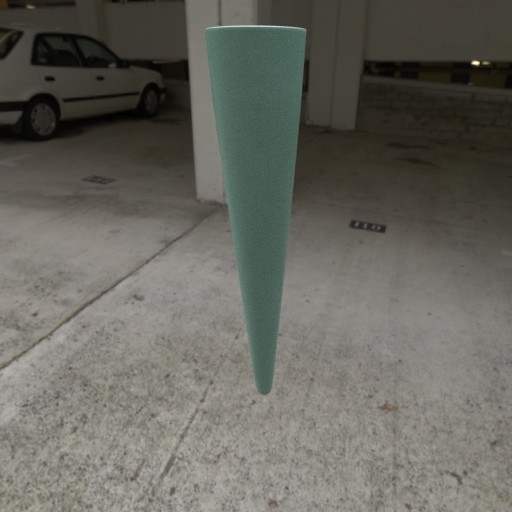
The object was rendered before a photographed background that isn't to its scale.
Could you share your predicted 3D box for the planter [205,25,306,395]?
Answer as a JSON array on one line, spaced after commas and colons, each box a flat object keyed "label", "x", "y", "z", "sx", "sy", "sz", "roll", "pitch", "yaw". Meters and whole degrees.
[{"label": "planter", "x": 0.000, "y": 0.000, "z": 0.293, "sx": 0.054, "sy": 0.268, "sz": 0.055, "roll": 8, "pitch": 26, "yaw": 17}]
